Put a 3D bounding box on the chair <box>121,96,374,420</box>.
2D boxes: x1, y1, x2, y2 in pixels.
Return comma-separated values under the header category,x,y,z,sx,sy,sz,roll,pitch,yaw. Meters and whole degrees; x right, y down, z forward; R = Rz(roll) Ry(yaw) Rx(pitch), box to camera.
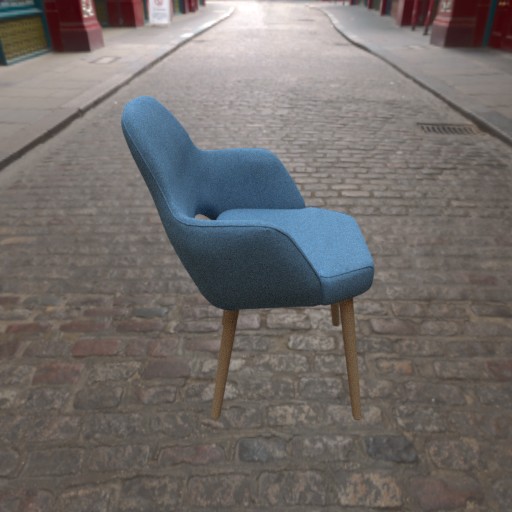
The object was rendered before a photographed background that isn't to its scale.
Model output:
category,x,y,z,sx,sy,sz,roll,pitch,yaw
chair,0.000,0.000,1.355,0.666,0.920,0.589,0,31,0
